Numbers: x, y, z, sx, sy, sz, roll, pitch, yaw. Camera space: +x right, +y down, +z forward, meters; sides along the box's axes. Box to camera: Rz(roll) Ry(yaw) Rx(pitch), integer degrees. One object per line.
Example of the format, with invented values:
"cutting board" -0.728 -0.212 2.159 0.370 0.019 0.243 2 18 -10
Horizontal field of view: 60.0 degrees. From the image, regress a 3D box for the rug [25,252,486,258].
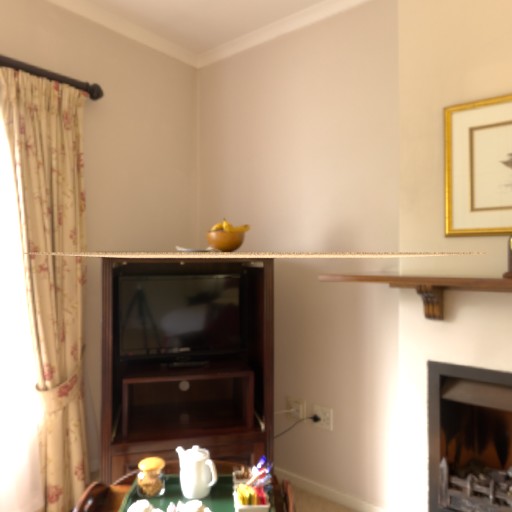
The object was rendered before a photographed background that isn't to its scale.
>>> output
"rug" 0.000 0.000 4.114 3.037 0.010 2.453 0 -1 1
